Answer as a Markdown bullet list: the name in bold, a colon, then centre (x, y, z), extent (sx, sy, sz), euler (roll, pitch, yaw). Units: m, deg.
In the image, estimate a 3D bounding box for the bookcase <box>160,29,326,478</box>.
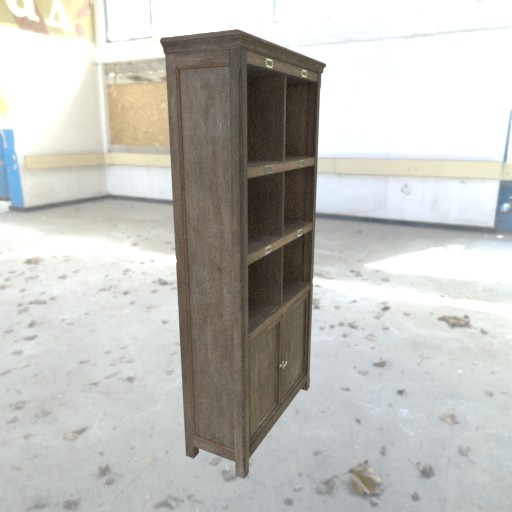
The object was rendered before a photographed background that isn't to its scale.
- **bookcase**: centre (0.000, 0.000, 2.219), extent (0.348, 1.880, 0.906), euler (8, 18, 26)
